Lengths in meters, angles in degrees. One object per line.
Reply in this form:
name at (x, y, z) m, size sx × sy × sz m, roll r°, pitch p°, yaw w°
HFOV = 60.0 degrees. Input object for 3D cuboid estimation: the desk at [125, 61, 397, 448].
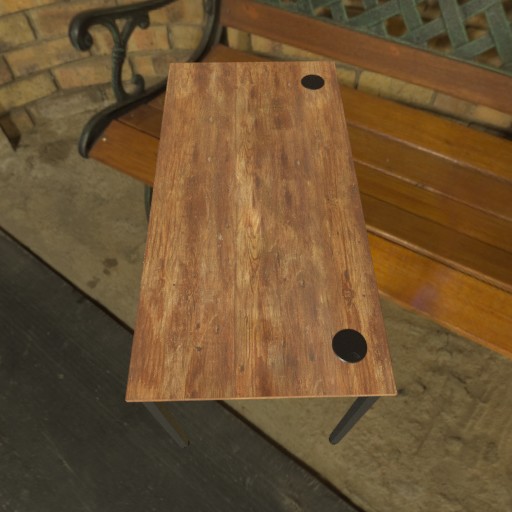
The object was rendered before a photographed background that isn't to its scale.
desk at (0.000, 0.000, 1.608) m, size 0.600 × 0.749 × 1.200 m, roll -1°, pitch 58°, yaw -1°
